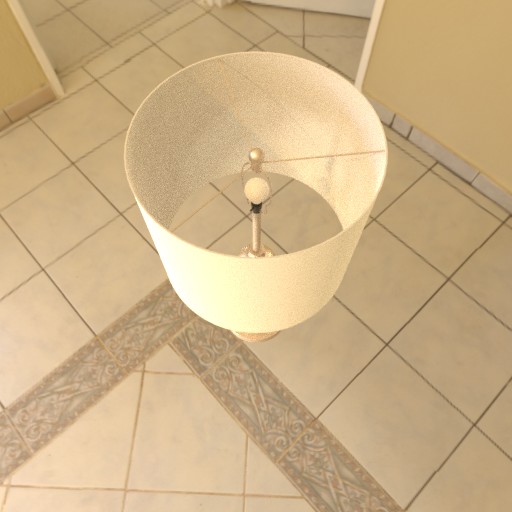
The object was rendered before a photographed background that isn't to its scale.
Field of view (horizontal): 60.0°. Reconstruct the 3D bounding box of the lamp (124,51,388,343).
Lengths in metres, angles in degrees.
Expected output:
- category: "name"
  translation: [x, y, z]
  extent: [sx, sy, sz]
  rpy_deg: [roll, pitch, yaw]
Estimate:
- category: "lamp"
  translation: [0.000, 0.000, 0.705]
  extent: [0.277, 0.538, 0.277]
  rpy_deg: [34, 68, 16]
